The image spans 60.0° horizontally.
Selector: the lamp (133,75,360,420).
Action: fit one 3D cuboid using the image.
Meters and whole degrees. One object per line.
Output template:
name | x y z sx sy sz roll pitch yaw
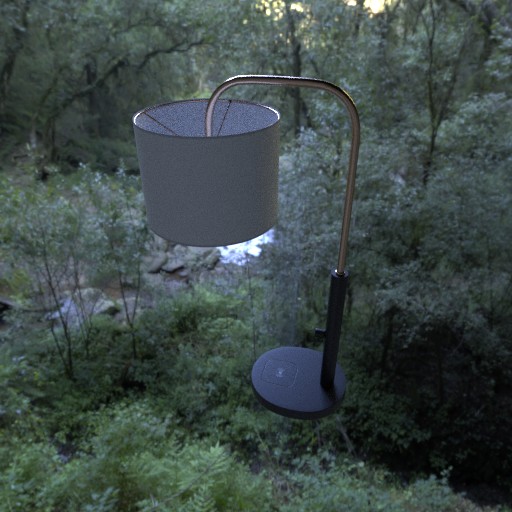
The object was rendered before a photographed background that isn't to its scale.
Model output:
lamp | 0.000 0.000 0.704 0.337 0.540 0.199 9 33 14
